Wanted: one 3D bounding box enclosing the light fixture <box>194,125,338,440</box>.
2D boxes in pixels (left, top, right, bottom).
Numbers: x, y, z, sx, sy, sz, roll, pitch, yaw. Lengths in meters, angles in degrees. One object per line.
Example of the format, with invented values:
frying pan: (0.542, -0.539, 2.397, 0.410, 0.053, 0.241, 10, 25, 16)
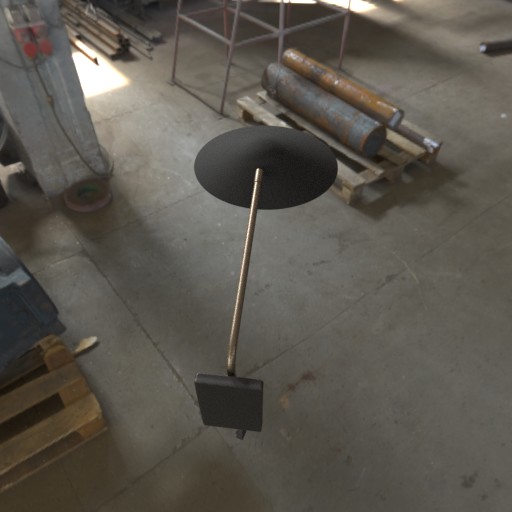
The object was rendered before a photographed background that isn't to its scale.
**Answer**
light fixture: (0.000, 0.000, 0.707, 0.240, 0.312, 0.516, 5, 47, 5)
